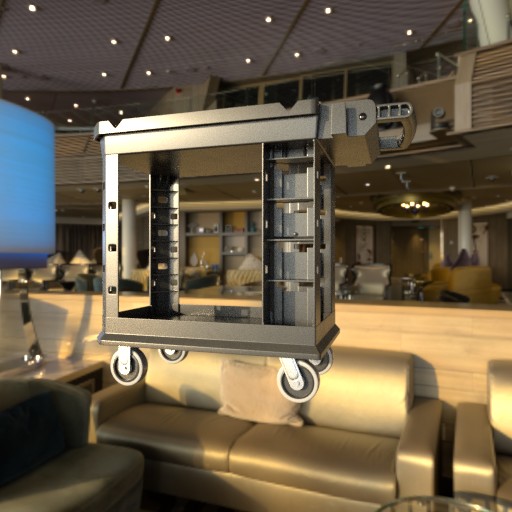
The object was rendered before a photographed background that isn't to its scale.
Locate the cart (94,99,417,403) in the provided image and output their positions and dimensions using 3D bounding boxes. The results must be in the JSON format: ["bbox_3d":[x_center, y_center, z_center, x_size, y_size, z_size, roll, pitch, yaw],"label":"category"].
[{"bbox_3d":[0.000,0.000,1.557,1.061,0.884,0.497,0,0,17],"label":"cart"}]
